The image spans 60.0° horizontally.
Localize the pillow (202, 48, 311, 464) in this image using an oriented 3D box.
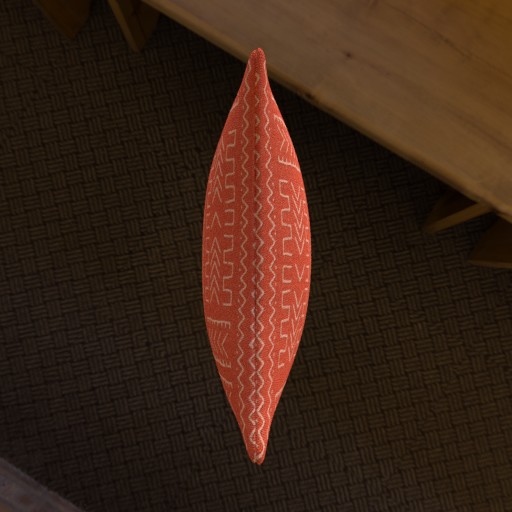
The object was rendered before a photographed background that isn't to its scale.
[{"bbox_3d":[0.000,0.000,0.664,0.164,0.429,0.438,0,88,0],"label":"pillow"}]
